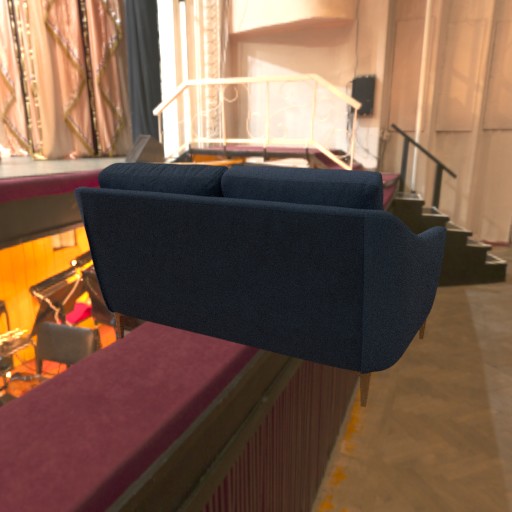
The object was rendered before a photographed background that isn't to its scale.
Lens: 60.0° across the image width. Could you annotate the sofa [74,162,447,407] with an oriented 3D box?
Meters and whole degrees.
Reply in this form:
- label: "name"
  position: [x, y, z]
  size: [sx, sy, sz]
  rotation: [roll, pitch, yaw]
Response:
- label: "sofa"
  position: [0.000, 0.000, 2.154]
  size: [1.619, 0.902, 0.960]
  rotation: [8, 18, 27]
